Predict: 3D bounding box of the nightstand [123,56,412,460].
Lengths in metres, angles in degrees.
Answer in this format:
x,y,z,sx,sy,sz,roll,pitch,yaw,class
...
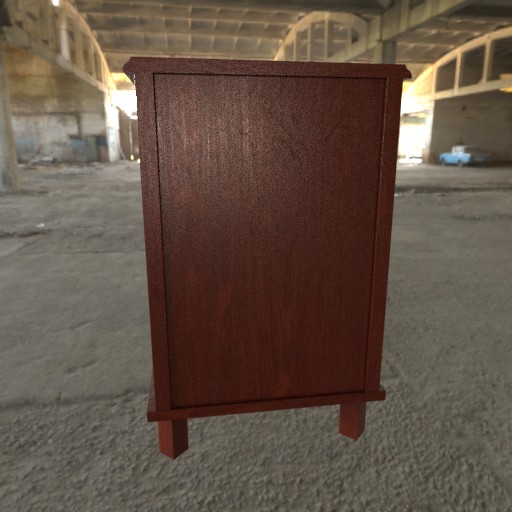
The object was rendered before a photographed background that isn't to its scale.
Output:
x,y,z,sx,sy,sz,roll,pitch,yaw,class
0.000,0.000,0.903,0.435,0.681,0.351,-2,15,-9,nightstand
